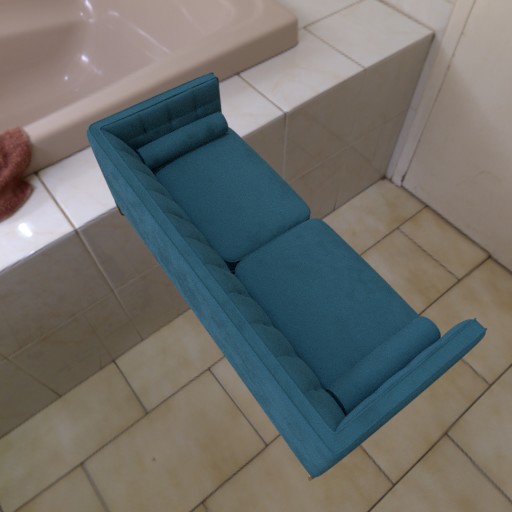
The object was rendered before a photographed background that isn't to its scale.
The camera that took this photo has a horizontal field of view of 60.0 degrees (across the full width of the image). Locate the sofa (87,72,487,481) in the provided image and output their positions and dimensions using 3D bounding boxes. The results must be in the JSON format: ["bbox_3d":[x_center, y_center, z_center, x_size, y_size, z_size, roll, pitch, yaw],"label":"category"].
[{"bbox_3d":[0.000,0.000,2.421,0.867,0.789,2.087,-32,63,-18],"label":"sofa"}]
